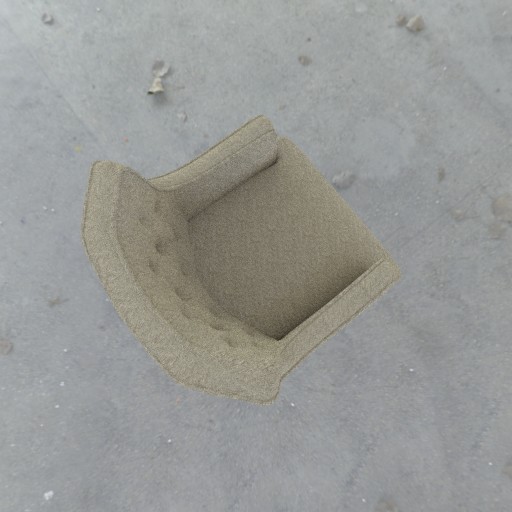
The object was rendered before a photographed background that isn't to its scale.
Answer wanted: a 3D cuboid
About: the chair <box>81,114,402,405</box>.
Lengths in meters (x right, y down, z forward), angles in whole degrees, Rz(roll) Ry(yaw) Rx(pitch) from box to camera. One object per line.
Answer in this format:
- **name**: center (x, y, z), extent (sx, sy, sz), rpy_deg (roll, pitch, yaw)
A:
- **chair**: center (0.000, 0.000, 1.690), extent (0.910, 0.920, 0.820), rpy_deg (-36, 78, -9)
